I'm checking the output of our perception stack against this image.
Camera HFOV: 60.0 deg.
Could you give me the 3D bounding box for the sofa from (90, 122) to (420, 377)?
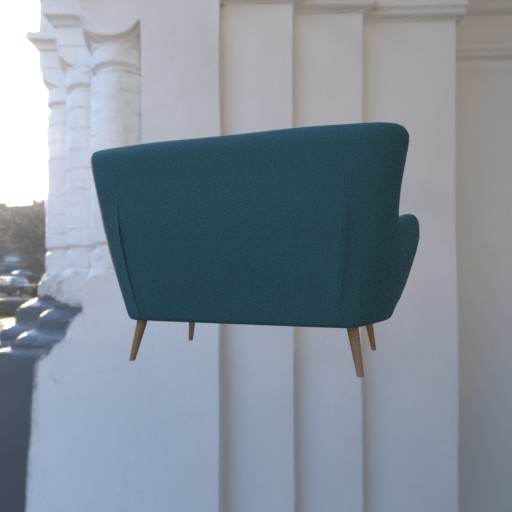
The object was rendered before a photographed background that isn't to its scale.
[{"bbox_3d":[0.000,0.000,1.978,1.397,0.889,0.889,-1,-2,18],"label":"sofa"}]
